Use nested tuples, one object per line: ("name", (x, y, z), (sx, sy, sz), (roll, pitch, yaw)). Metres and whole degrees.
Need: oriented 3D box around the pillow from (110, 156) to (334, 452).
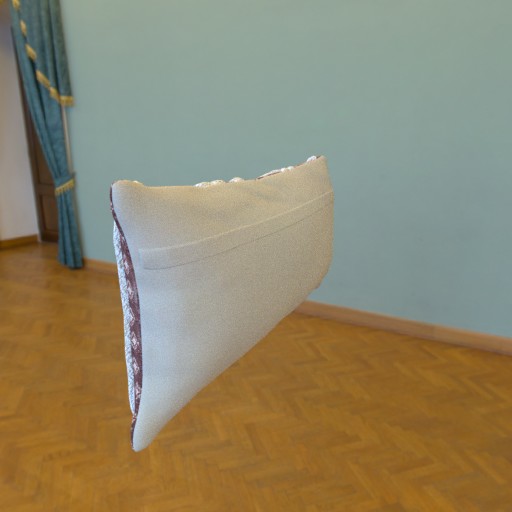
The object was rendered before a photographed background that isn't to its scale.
("pillow", (0.000, 0.000, 0.706), (0.161, 0.295, 0.608), (8, 18, 26))
